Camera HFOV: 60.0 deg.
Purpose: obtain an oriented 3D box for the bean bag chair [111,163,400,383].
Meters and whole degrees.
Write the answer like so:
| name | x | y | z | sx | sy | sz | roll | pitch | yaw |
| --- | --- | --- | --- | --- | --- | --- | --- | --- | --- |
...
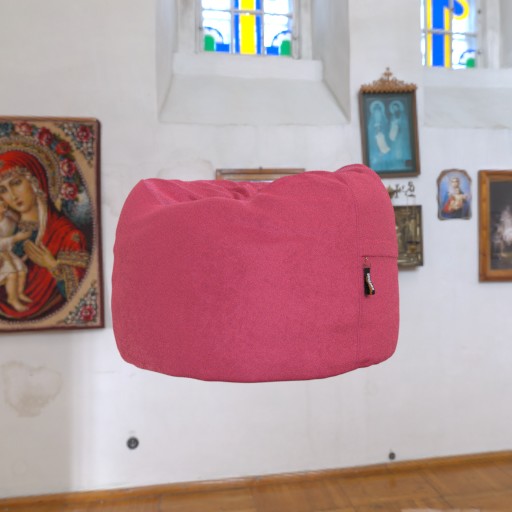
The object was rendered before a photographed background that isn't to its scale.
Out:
| name | x | y | z | sx | sy | sz | roll | pitch | yaw |
| --- | --- | --- | --- | --- | --- | --- | --- | --- | --- |
| bean bag chair | 0.000 | 0.000 | 1.950 | 1.218 | 0.788 | 1.218 | 0 | 1 | 0 |
